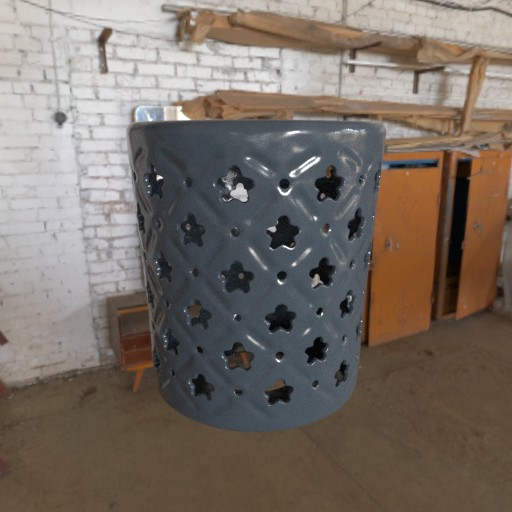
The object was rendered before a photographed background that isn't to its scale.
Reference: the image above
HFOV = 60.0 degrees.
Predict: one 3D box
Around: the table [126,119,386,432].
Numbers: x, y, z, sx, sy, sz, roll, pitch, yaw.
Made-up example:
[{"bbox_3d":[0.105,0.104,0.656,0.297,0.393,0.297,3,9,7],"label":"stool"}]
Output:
[{"bbox_3d":[0.000,0.000,0.666,0.352,0.387,0.352,0,15,0],"label":"table"}]
